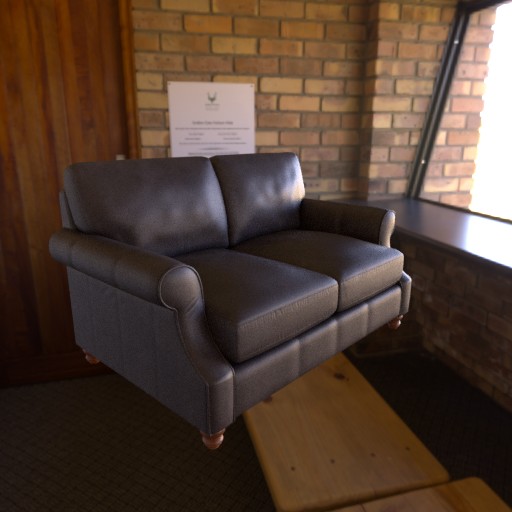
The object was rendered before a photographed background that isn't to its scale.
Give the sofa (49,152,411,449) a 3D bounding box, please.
[{"bbox_3d":[0.000,0.000,2.269,1.030,0.979,1.663,14,21,41],"label":"sofa"}]
